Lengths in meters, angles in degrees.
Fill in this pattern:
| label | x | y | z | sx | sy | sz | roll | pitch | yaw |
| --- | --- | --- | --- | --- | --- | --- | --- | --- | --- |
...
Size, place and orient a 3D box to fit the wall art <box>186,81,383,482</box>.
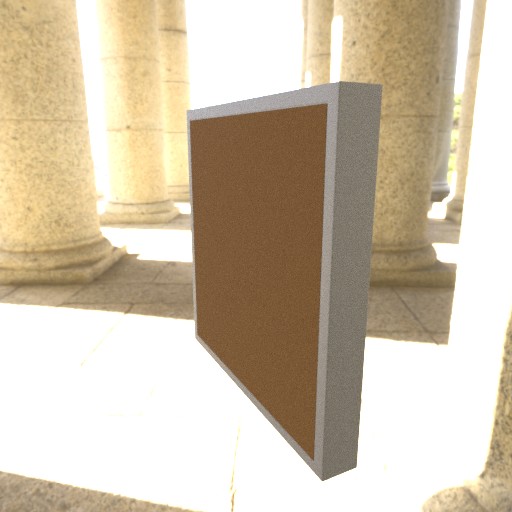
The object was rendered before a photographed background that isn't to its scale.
| label | x | y | z | sx | sy | sz | roll | pitch | yaw |
| --- | --- | --- | --- | --- | --- | --- | --- | --- | --- |
| wall art | 0.000 | 0.000 | 0.461 | 0.037 | 0.305 | 0.305 | -7 | 16 | -26 |
